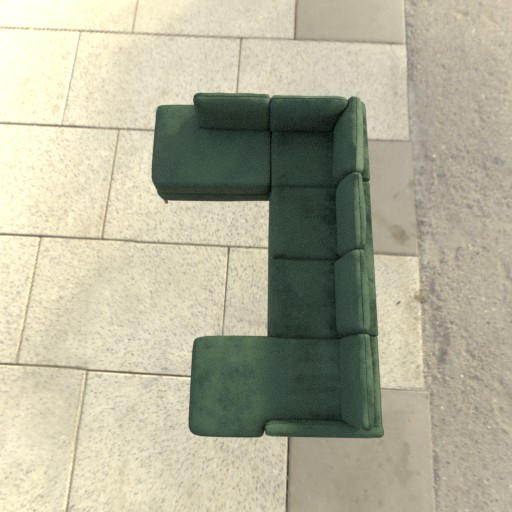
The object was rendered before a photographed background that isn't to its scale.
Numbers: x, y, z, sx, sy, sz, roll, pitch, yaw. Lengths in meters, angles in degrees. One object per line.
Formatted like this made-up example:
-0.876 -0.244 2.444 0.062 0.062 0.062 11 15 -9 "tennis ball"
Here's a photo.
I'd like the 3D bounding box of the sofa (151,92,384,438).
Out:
0.000 0.000 3.921 1.992 0.861 2.994 1 74 0 "sofa"
